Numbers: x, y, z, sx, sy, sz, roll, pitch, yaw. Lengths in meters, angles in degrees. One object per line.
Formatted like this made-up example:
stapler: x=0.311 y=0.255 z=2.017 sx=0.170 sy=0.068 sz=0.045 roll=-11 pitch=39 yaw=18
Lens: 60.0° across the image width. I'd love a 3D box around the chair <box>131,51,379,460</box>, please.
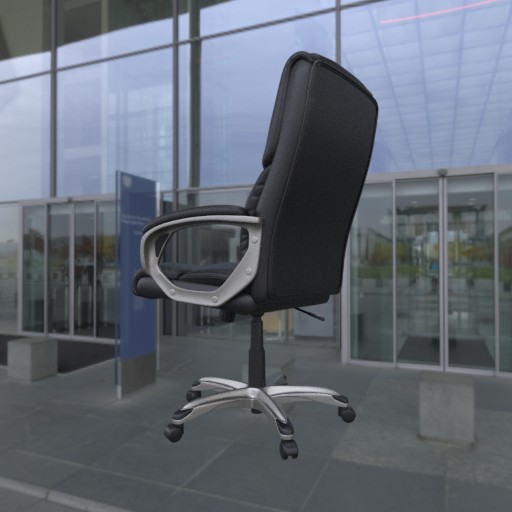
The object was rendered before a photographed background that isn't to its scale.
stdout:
chair: x=0.000 y=0.000 z=1.569 sx=0.739 sy=1.155 sz=0.663 roll=-1 pitch=-1 yaw=38
